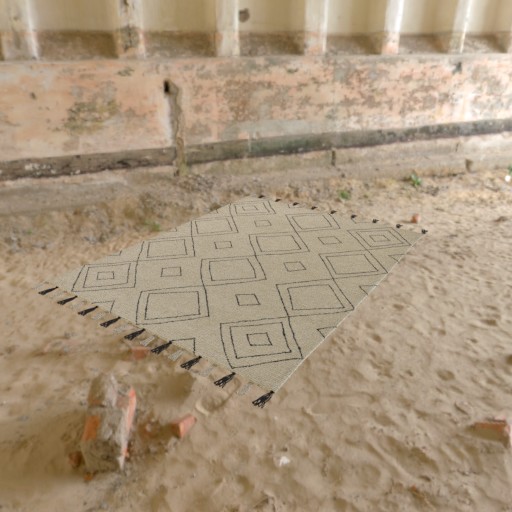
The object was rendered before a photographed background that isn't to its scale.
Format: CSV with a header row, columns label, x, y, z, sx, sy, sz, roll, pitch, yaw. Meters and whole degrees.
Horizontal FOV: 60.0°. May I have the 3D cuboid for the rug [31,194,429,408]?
label,x,y,z,sx,sy,sz,roll,pitch,yaw
rug,0.000,0.000,4.258,2.342,0.026,3.221,17,30,31
